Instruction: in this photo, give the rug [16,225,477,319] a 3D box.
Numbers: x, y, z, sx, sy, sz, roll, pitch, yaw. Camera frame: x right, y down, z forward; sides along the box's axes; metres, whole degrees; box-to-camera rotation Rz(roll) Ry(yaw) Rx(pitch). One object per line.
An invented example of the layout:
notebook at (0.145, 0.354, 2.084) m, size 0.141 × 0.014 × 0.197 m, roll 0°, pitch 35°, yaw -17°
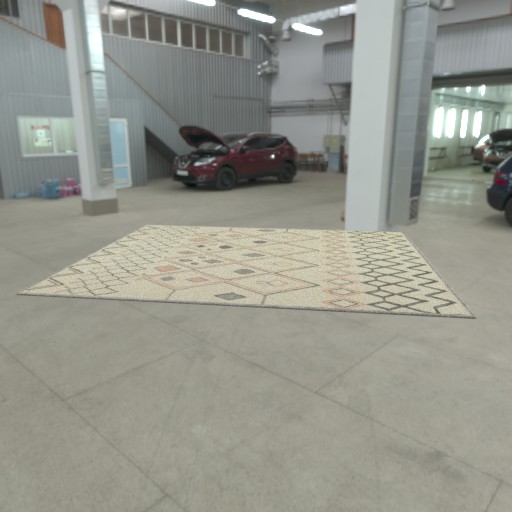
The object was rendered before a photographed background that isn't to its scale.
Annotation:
rug at (0.000, 0.000, 4.054) m, size 3.050 × 0.016 × 2.441 m, roll 2°, pitch 16°, yaw 8°
